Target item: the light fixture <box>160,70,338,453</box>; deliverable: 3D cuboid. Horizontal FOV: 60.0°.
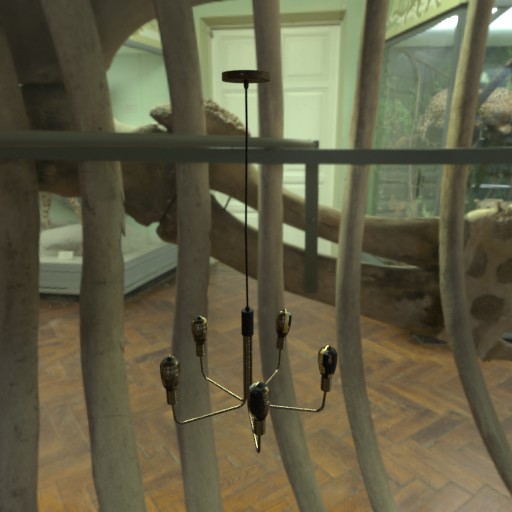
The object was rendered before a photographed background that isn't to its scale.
[{"bbox_3d":[0.000,0.000,1.382,0.532,1.059,0.588,3,16,9],"label":"light fixture"}]
